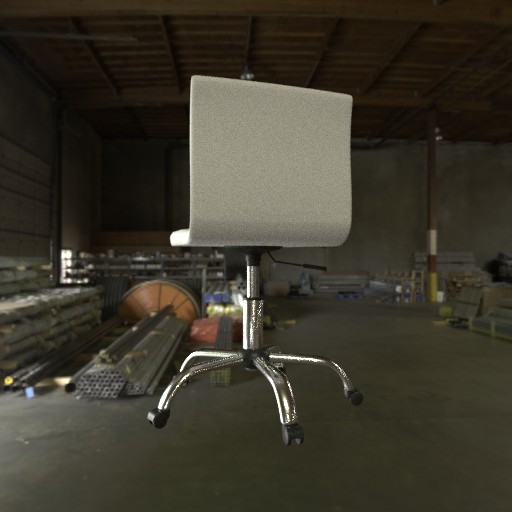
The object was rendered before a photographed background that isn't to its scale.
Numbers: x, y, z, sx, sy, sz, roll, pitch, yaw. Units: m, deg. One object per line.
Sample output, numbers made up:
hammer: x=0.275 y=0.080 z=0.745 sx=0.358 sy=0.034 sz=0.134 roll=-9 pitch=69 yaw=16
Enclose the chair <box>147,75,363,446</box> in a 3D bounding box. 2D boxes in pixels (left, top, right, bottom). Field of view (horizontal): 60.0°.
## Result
chair: x=0.000 y=0.000 z=1.151 sx=0.556 sy=0.780 sz=0.530 roll=0 pitch=0 yaw=-18
